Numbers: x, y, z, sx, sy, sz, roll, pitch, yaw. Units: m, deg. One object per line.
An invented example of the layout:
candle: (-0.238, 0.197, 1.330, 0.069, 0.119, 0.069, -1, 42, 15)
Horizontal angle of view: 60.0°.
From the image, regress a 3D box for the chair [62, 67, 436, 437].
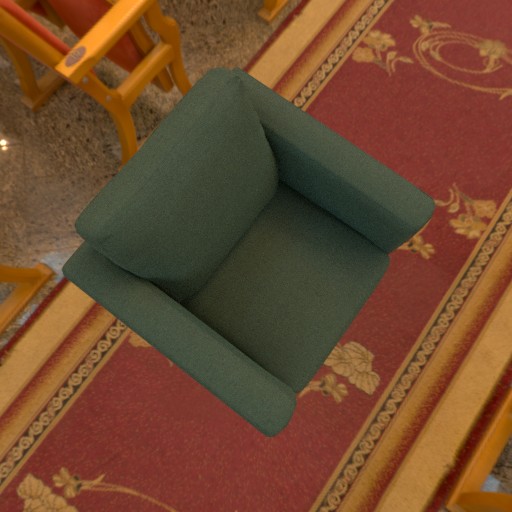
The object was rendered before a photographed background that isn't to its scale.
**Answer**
chair: (0.000, 0.000, 1.523, 0.800, 0.927, 0.855, 36, 80, 8)
